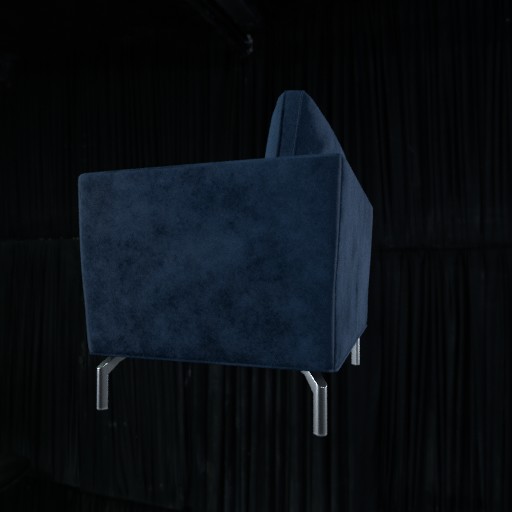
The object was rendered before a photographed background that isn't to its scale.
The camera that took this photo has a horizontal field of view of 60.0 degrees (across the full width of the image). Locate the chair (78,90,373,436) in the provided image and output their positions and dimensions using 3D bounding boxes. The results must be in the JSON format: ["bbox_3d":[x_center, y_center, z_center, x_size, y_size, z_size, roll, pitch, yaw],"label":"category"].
[{"bbox_3d":[0.000,0.000,1.569,0.746,0.893,0.977,0,-2,19],"label":"chair"}]
